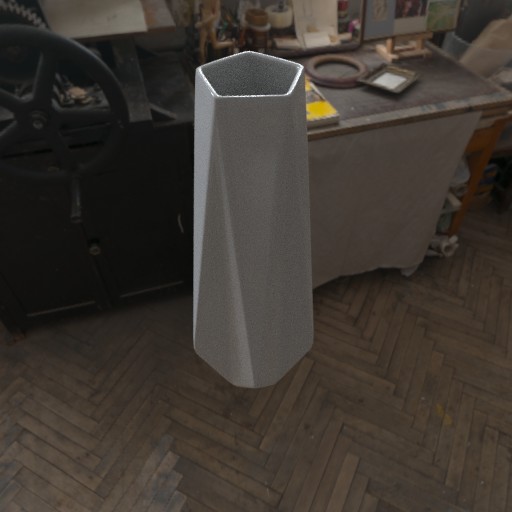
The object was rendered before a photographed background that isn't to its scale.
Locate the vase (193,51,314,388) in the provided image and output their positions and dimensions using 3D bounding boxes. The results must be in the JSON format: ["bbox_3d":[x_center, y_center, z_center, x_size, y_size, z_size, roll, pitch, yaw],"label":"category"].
[{"bbox_3d":[0.000,0.000,0.391,0.122,0.329,0.116,25,51,22],"label":"vase"}]
